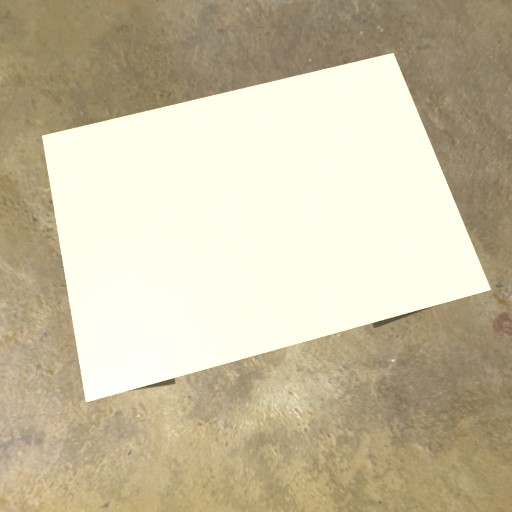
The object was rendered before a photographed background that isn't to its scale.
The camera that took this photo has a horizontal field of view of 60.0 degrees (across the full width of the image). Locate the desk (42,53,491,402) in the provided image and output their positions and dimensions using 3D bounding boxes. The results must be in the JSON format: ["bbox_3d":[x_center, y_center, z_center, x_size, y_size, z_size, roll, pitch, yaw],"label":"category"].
[{"bbox_3d":[0.000,0.000,1.294,0.811,0.766,0.573,-15,76,-4],"label":"desk"}]
